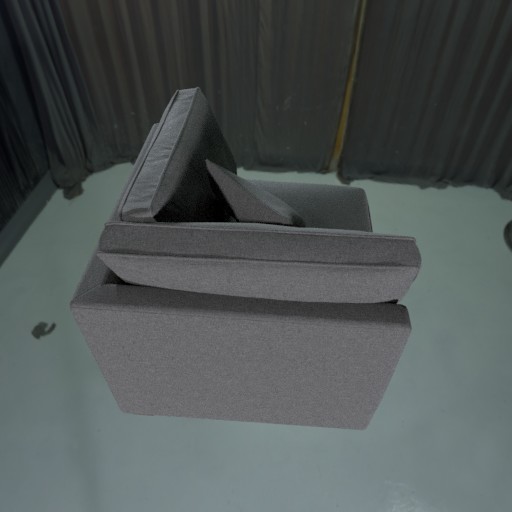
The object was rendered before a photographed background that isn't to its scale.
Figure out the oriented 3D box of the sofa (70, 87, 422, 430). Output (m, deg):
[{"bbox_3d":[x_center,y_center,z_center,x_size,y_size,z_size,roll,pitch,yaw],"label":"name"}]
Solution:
[{"bbox_3d":[0.000,0.000,1.953,1.084,1.002,1.146,3,47,3],"label":"sofa"}]
